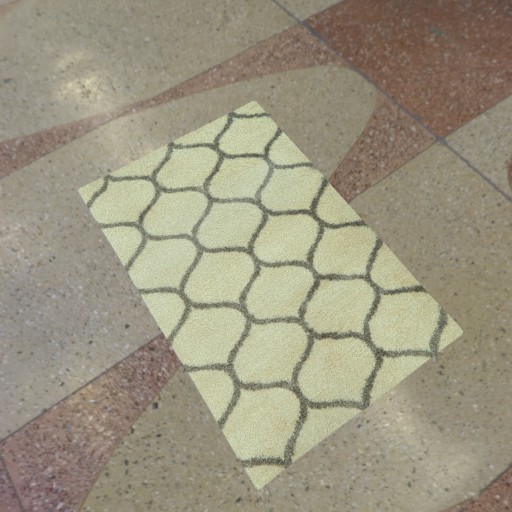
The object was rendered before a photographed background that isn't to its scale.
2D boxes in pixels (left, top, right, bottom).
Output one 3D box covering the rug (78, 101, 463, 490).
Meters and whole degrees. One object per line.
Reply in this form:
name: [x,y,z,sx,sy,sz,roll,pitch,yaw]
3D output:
rug: [0.000,0.000,3.457,1.801,0.026,2.701,-31,68,-14]
